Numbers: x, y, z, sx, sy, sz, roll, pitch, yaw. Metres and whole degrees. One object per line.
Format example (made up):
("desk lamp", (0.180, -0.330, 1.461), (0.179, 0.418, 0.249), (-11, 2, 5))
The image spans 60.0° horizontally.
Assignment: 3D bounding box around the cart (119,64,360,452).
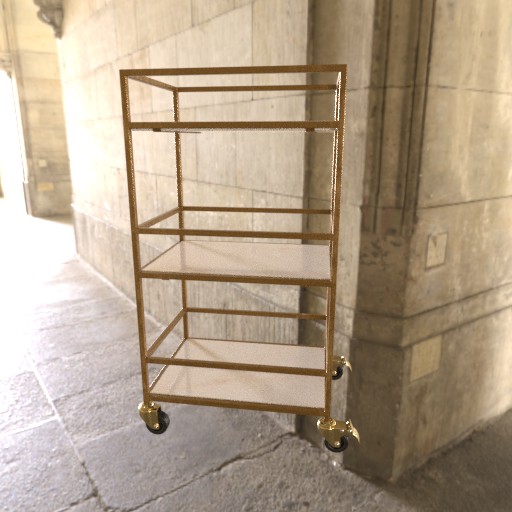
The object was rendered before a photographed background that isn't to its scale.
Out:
("cart", (0.000, 0.000, 1.012), (0.483, 0.761, 0.332), (2, 15, 8))
